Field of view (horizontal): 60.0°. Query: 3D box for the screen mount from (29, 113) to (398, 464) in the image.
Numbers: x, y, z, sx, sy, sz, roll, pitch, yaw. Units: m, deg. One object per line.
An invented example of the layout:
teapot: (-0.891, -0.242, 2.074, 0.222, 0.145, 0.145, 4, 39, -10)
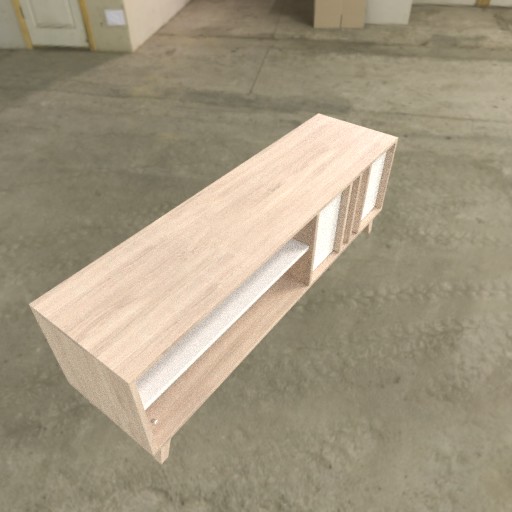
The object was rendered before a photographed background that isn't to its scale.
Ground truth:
screen mount: (0.000, 0.000, 1.718, 0.400, 0.510, 1.500, 27, 48, 27)
